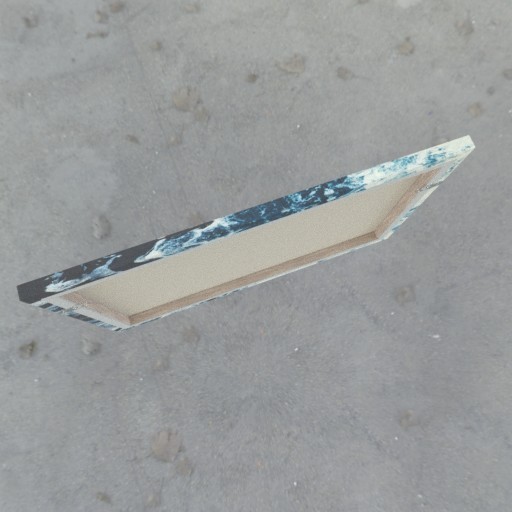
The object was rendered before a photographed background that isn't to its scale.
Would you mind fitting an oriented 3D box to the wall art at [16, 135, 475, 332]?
[{"bbox_3d":[0.000,0.000,1.888,1.524,1.017,0.055,-19,76,-5],"label":"wall art"}]
